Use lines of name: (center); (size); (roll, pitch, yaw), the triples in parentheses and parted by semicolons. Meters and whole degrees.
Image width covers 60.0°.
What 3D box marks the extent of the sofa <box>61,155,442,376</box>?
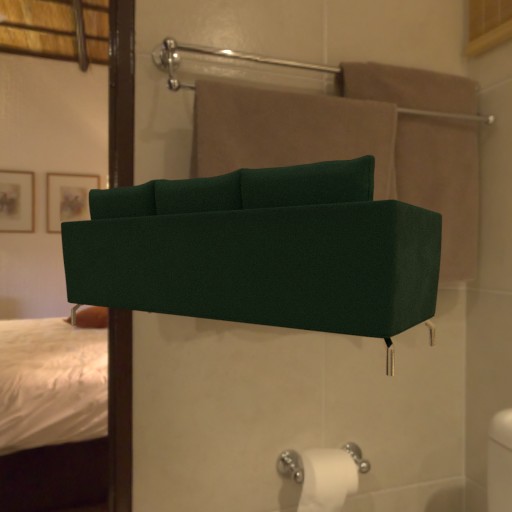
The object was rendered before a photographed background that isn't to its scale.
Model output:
sofa: (0.000, 0.000, 3.123); (2.441, 1.007, 1.489); (0, 1, 35)
